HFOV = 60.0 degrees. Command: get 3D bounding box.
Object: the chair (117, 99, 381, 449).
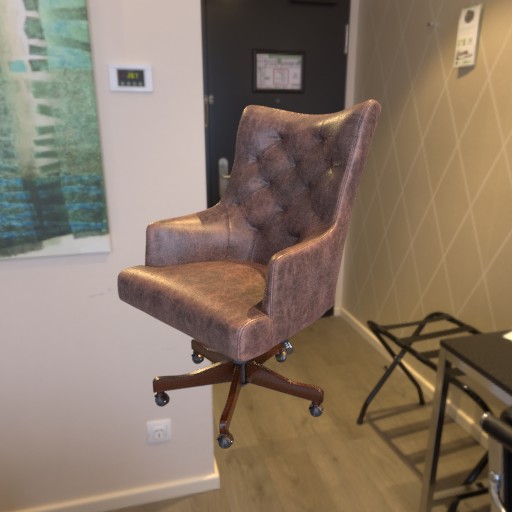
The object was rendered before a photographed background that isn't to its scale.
[{"bbox_3d":[0.000,0.000,1.553,0.641,1.035,0.762,16,22,43],"label":"chair"}]
